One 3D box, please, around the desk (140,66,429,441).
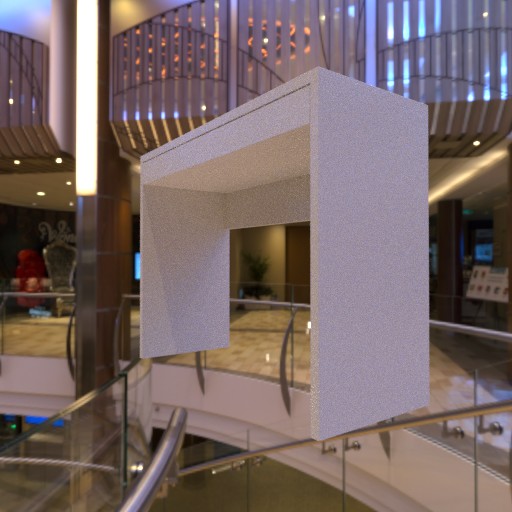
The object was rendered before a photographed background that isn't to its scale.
[{"bbox_3d":[0.000,0.000,1.456,0.400,0.790,1.000,1,-1,-36],"label":"desk"}]
